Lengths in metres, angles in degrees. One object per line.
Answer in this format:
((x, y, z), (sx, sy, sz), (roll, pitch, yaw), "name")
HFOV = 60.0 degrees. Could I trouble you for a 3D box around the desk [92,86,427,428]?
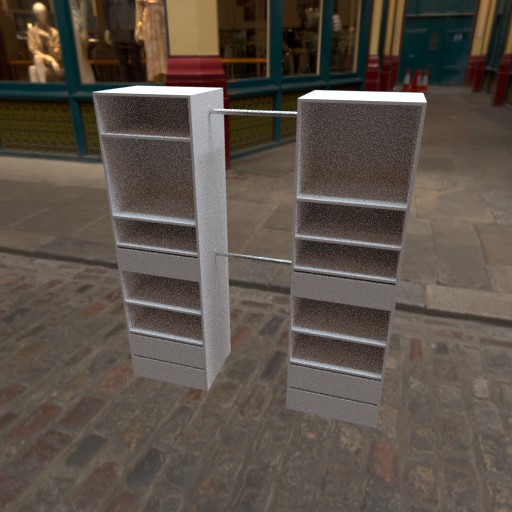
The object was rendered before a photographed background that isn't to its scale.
((0.000, 0.000, 2.882), (1.770, 2.000, 0.480), (7, 26, 15), "desk")
